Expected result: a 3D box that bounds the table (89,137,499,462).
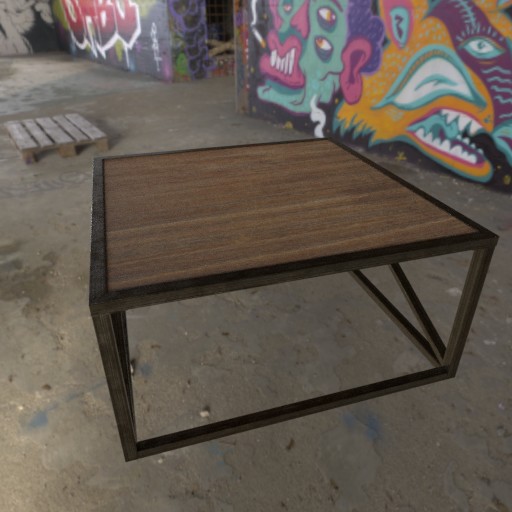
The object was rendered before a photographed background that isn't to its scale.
[{"bbox_3d":[0.000,0.000,1.399,0.909,0.451,0.899,-9,31,-15],"label":"table"}]
